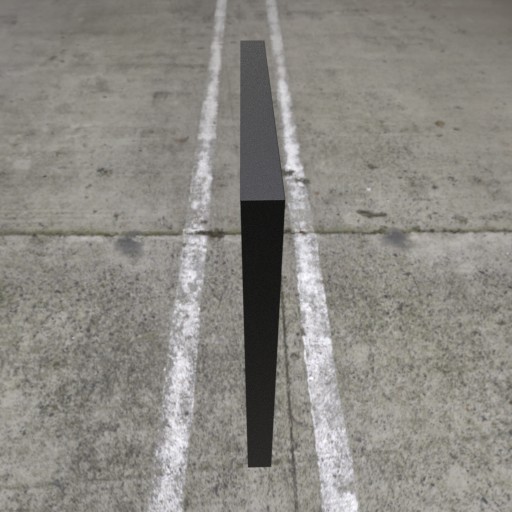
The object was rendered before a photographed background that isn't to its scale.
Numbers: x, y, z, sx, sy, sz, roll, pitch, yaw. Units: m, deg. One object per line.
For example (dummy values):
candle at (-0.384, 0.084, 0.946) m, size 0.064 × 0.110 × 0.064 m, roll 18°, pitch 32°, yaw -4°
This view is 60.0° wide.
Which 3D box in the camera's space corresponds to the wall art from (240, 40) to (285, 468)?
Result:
wall art at (0.000, 0.000, 0.519) m, size 0.028 × 0.380 × 0.325 m, roll -1°, pitch 42°, yaw -1°
